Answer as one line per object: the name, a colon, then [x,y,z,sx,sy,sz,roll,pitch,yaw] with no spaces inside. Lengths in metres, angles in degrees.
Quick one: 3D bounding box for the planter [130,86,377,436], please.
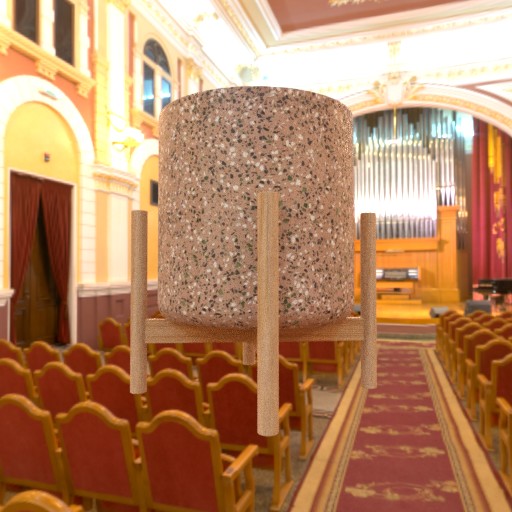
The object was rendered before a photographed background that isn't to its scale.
planter: [0.000,0.000,0.701,0.360,0.419,0.360,0,-1,18]
